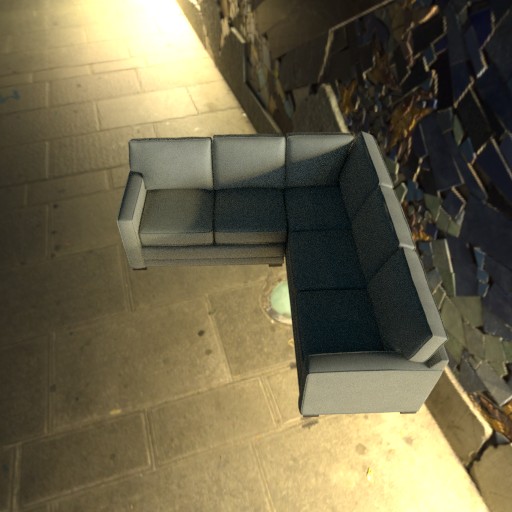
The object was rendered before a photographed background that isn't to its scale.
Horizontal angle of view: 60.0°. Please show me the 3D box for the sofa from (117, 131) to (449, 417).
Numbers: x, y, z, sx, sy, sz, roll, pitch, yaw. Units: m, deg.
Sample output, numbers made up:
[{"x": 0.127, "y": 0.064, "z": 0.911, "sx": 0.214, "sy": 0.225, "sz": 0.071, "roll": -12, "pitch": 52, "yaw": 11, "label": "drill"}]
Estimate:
[{"x": 0.000, "y": 0.000, "z": 3.430, "sx": 2.188, "sy": 0.936, "sz": 2.211, "roll": -2, "pitch": 47, "yaw": -2, "label": "sofa"}]
